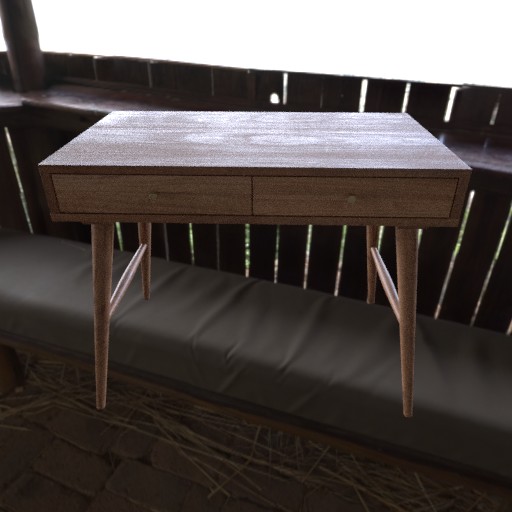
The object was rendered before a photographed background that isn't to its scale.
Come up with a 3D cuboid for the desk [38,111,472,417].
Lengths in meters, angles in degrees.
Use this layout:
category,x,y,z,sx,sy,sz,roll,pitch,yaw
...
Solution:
category,x,y,z,sx,sy,sz,roll,pitch,yaw
desk,0.000,0.000,1.387,0.949,0.758,0.588,1,30,2
